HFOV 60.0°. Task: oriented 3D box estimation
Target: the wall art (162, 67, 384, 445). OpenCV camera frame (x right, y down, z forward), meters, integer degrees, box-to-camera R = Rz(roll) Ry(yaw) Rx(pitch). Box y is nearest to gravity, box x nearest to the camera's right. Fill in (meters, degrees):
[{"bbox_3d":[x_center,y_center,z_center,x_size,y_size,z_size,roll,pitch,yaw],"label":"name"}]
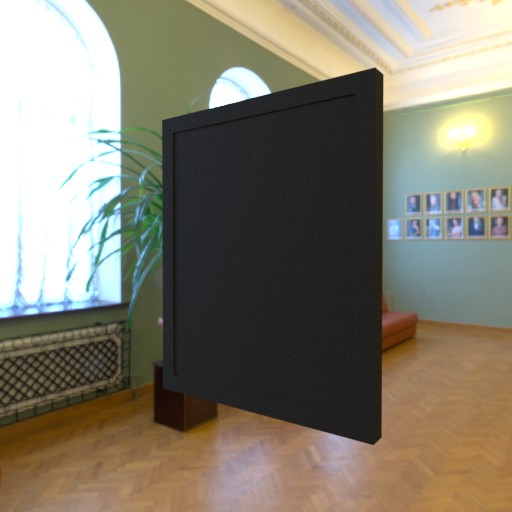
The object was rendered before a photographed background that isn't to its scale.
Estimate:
[{"bbox_3d":[0.000,0.000,0.802,0.457,0.559,0.033,1,1,36],"label":"wall art"}]
